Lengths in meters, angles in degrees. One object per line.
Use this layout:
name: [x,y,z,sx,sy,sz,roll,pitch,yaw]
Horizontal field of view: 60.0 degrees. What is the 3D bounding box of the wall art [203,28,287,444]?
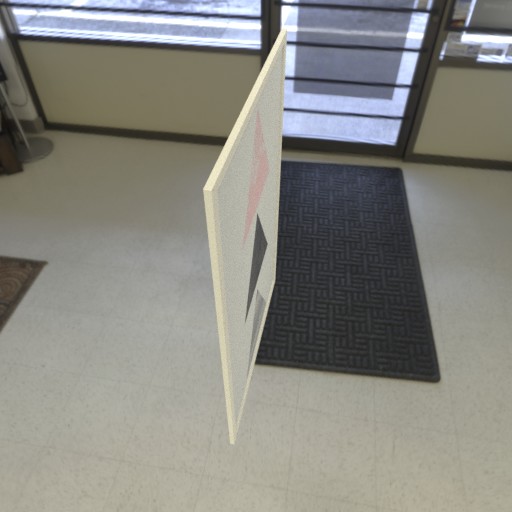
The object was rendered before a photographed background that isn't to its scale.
wall art: [0.000,0.000,1.200,0.013,0.940,0.659,9,47,9]
